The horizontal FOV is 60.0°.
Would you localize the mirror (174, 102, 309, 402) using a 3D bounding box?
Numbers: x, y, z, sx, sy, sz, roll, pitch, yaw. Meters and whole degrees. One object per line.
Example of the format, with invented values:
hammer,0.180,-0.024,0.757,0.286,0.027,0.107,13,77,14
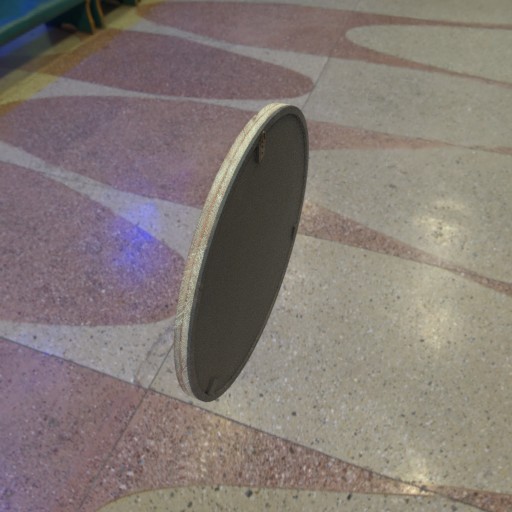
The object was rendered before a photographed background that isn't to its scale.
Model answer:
mirror,0.000,0.000,1.078,0.038,0.710,0.710,17,50,15
